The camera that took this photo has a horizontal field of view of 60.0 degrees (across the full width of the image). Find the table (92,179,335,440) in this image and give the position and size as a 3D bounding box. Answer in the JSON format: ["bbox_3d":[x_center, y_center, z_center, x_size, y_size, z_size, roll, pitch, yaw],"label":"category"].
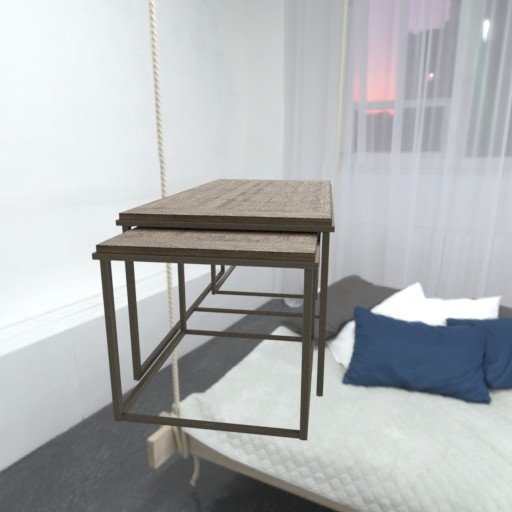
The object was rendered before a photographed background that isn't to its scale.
[{"bbox_3d":[0.000,0.000,1.484,0.489,0.427,1.312,2,15,9],"label":"table"}]
